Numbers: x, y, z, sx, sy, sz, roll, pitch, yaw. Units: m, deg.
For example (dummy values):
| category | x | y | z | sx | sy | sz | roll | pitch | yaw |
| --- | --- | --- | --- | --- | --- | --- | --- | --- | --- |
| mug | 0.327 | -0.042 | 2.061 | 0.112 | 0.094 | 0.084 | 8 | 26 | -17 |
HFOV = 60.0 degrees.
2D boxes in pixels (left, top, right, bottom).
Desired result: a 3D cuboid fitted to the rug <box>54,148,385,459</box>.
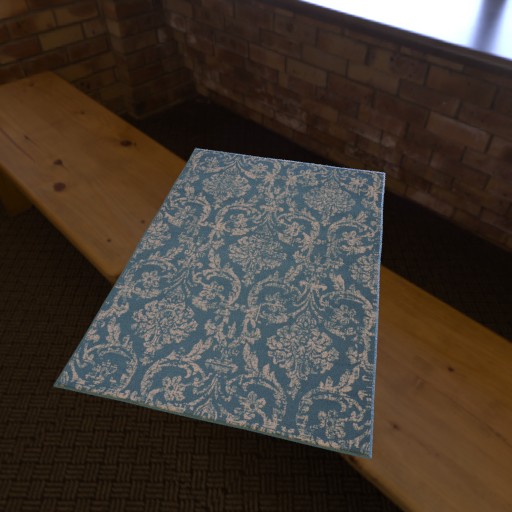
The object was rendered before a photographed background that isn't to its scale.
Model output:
| category | x | y | z | sx | sy | sz | roll | pitch | yaw |
| --- | --- | --- | --- | --- | --- | --- | --- | --- | --- |
| rug | 0.000 | 0.000 | 2.823 | 1.554 | 0.012 | 2.205 | 9 | 47 | 9 |
